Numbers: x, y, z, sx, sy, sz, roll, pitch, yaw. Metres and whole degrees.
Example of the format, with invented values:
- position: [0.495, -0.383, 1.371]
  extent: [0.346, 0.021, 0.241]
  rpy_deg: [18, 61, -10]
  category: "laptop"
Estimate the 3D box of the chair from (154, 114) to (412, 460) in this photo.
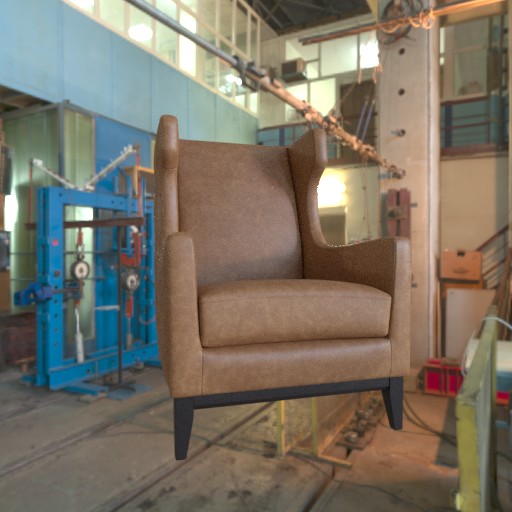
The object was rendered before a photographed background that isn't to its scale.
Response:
- position: [0.000, 0.000, 1.666]
  extent: [0.766, 1.079, 0.899]
  rpy_deg: [0, 0, -17]
  category: "chair"
